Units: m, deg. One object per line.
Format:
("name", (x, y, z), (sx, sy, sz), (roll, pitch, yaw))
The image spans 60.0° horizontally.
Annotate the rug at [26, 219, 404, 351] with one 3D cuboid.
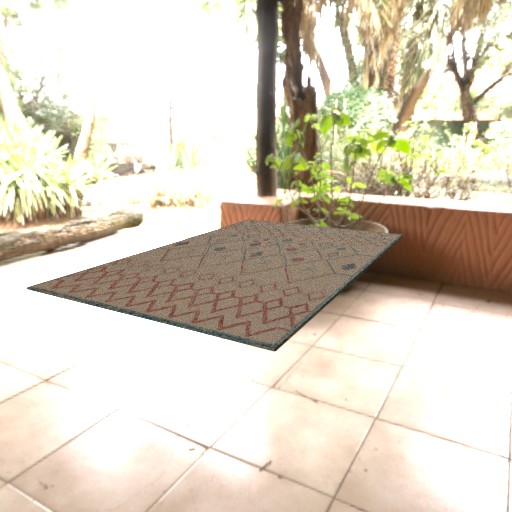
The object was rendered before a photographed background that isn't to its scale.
("rug", (0.000, 0.000, 3.091), (1.524, 0.015, 2.438), (8, 17, 28))
